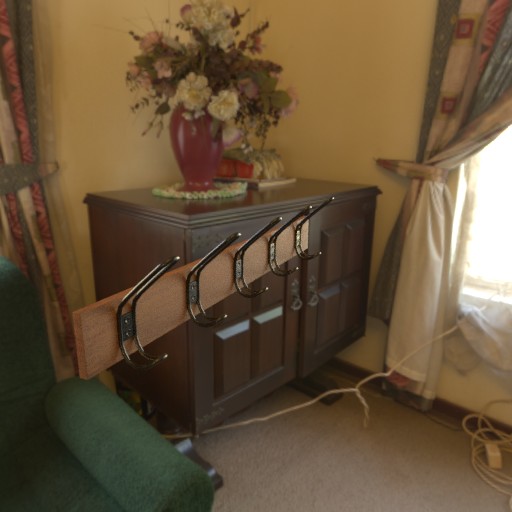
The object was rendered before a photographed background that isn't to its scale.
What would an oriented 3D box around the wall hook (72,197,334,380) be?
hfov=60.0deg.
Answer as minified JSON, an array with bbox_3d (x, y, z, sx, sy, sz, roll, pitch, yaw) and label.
[{"bbox_3d":[0.000,0.000,0.612,0.076,0.116,0.554,8,17,26],"label":"wall hook"}]
